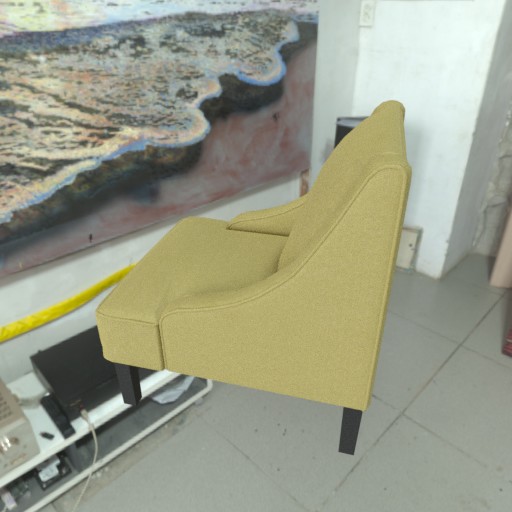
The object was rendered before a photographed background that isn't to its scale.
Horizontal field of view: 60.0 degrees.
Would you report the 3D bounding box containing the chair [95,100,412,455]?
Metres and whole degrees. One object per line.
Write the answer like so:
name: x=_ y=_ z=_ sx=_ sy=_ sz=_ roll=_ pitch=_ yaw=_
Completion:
chair: x=0.000 y=0.000 z=1.446 sx=0.814 sy=0.896 sz=0.696 roll=8 pitch=31 yaw=13
